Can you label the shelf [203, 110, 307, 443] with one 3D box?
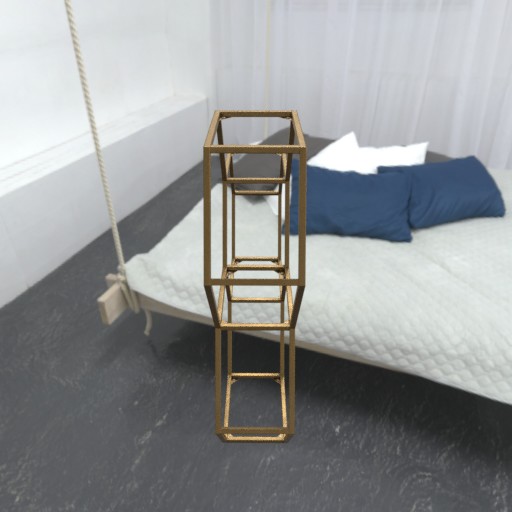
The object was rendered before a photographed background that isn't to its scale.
[{"bbox_3d":[0.000,0.000,1.046,0.150,0.701,0.708,0,33,0],"label":"shelf"}]
